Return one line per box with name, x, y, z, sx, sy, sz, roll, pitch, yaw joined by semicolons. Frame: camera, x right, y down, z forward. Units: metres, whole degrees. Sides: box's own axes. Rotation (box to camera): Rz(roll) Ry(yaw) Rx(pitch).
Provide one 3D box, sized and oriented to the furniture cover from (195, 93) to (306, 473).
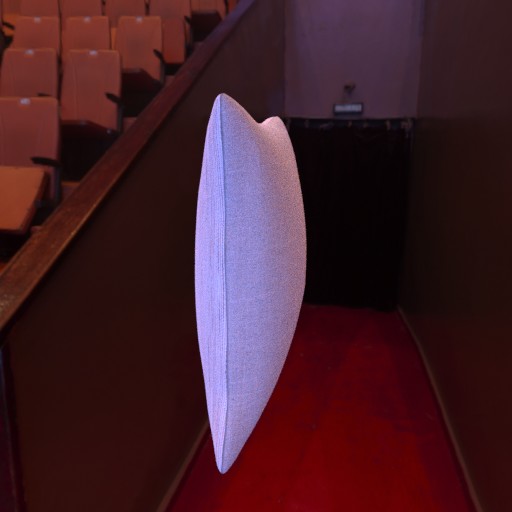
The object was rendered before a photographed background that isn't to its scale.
furniture cover;0.000;0.000;0.800;0.178;0.506;0.512;2;15;10
